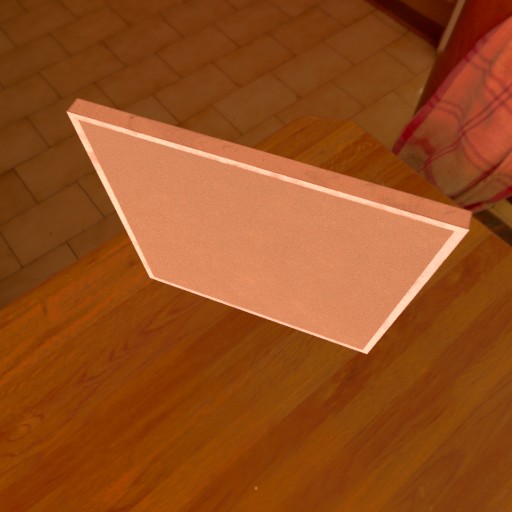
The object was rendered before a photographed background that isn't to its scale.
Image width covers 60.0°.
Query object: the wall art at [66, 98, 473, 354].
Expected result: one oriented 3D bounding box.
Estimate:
[{"bbox_3d":[0.000,0.000,1.131,0.760,0.757,0.038,18,64,9],"label":"wall art"}]
